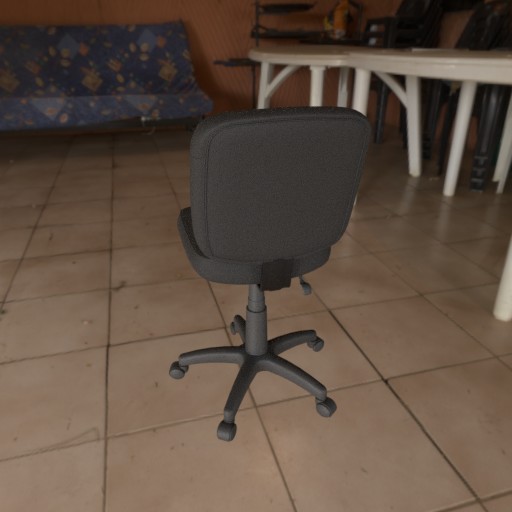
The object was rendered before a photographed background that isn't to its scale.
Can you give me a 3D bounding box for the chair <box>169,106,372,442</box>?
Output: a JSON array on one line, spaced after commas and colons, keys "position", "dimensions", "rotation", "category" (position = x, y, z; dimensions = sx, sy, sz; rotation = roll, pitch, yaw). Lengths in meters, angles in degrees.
[{"position": [0.000, 0.000, 1.407], "dimensions": [0.610, 0.972, 0.610], "rotation": [-8, 27, -15], "category": "chair"}]
